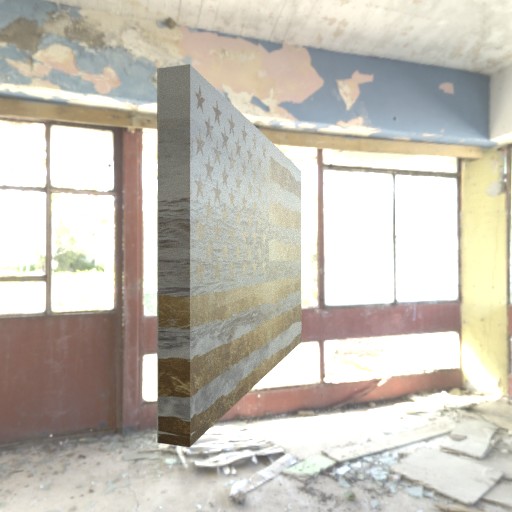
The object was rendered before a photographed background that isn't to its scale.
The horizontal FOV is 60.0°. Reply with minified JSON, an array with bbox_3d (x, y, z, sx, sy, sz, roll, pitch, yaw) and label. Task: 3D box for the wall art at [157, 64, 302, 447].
[{"bbox_3d":[0.000,0.000,0.765,0.041,0.407,0.606,0,0,17],"label":"wall art"}]
